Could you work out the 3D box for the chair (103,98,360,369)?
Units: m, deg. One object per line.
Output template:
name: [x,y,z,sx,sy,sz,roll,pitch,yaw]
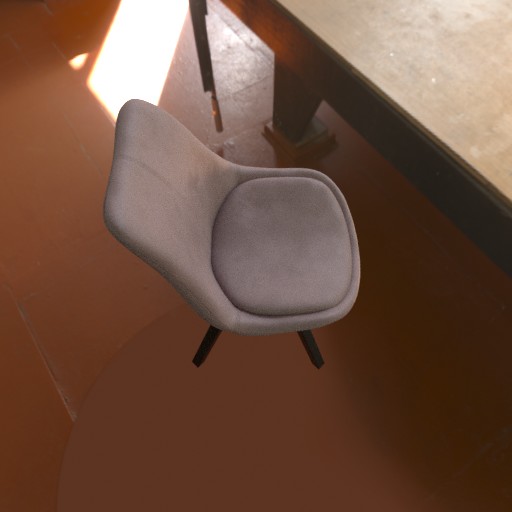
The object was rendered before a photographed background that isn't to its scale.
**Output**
chair: [0.000,0.000,1.205,0.547,0.865,0.483,-1,64,0]
